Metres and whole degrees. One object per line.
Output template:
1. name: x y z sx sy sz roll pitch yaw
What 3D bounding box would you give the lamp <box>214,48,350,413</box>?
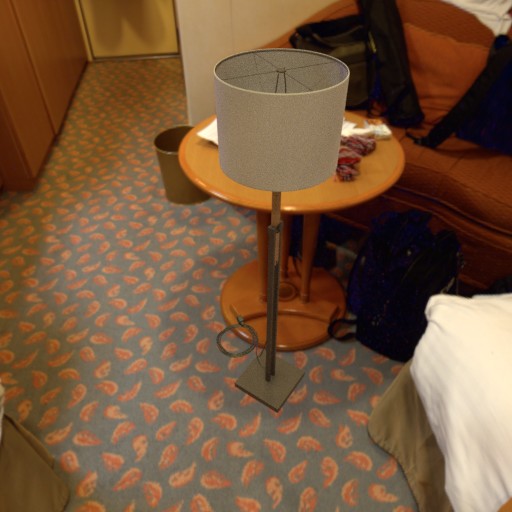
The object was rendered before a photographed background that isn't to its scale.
1. lamp: 0.000 0.000 1.943 0.639 1.650 0.474 24 46 26
